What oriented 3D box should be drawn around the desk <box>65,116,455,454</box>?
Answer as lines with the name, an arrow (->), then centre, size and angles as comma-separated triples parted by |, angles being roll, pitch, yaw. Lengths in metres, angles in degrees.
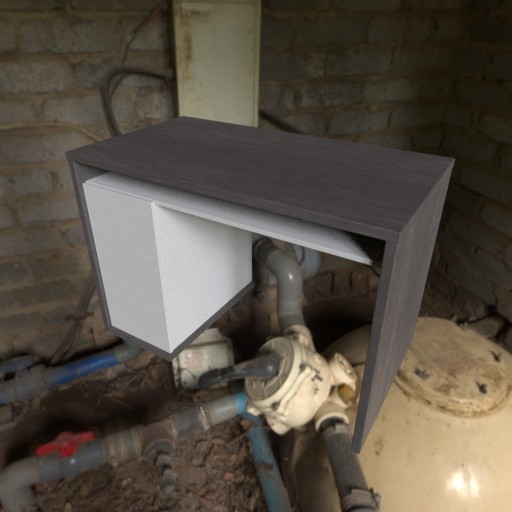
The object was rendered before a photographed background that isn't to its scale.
desk -> 0.000, 0.000, 1.610 | 1.100, 0.750, 0.600 | 17, 34, 27
